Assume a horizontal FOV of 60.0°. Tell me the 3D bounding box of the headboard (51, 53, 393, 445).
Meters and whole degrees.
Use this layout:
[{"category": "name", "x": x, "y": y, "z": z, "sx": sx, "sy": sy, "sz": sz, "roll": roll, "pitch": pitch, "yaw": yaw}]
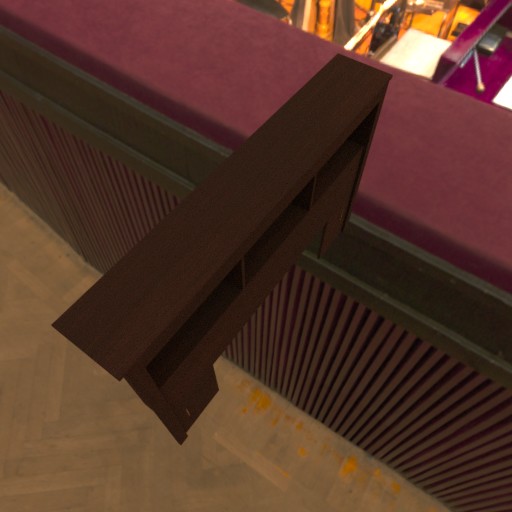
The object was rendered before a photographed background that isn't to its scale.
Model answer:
[{"category": "headboard", "x": 0.000, "y": 0.000, "z": 2.084, "sx": 0.279, "sy": 1.092, "sz": 1.671, "roll": 31, "pitch": 62, "yaw": 19}]
